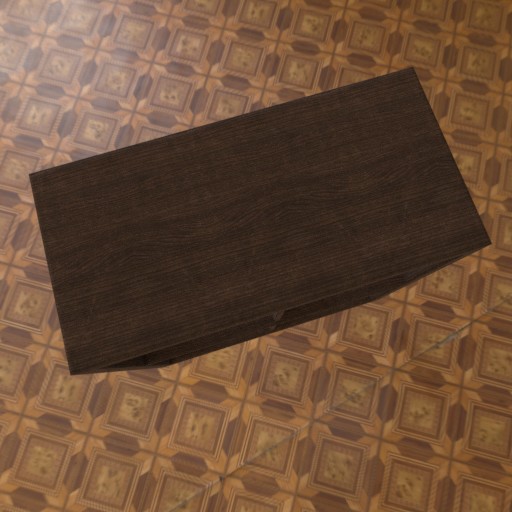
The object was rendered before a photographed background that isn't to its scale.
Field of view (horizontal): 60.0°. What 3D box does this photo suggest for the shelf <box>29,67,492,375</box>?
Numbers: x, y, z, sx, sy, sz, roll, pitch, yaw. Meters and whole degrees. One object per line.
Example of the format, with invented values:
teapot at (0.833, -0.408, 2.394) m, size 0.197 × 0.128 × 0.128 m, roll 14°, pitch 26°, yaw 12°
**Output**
shelf at (0.000, 0.000, 1.215) m, size 0.790 × 0.786 × 0.390 m, roll -17°, pitch 77°, yaw -4°
